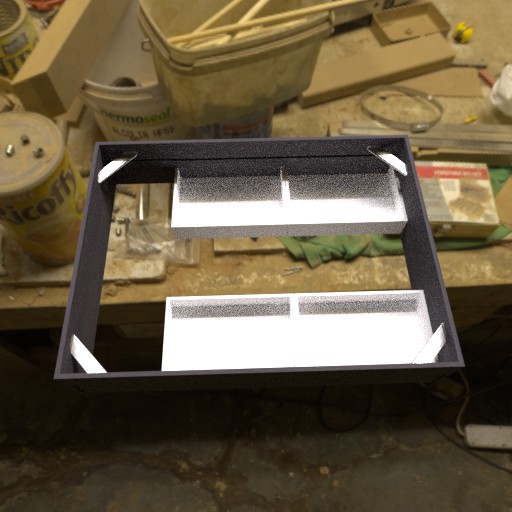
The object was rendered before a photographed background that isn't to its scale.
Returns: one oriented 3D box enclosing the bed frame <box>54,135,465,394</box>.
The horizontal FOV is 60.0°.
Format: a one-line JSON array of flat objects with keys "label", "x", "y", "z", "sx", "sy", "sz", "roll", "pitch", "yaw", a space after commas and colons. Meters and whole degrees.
[{"label": "bed frame", "x": 0.000, "y": 0.000, "z": 2.602, "sx": 1.944, "sy": 0.459, "sz": 1.448, "roll": -2, "pitch": 63, "yaw": -1}]
